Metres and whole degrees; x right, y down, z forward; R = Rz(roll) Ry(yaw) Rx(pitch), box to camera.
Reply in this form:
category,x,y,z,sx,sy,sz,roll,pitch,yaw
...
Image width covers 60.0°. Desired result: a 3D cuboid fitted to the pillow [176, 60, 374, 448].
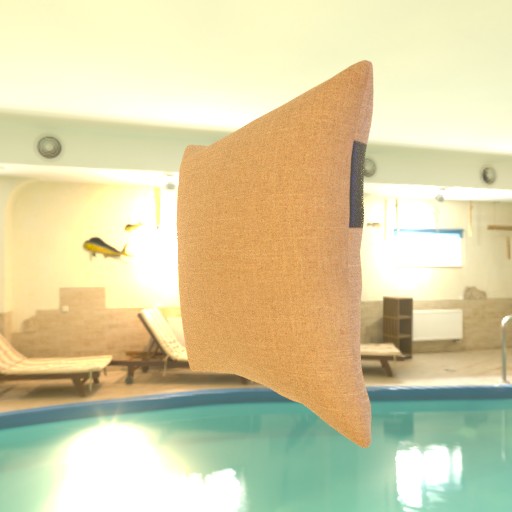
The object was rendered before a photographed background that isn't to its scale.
category,x,y,z,sx,sy,sz,roll,pitch,yaw
pillow,0.000,0.000,0.620,0.173,0.399,0.414,1,-1,-34
